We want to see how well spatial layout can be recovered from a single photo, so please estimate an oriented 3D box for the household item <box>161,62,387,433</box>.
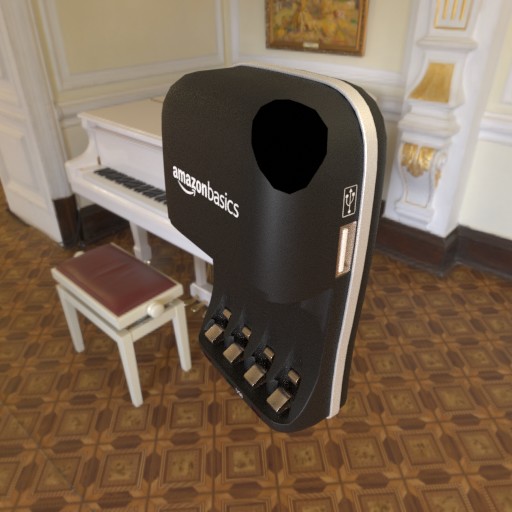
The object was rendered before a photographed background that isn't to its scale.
[{"bbox_3d":[0.000,0.000,0.147,0.038,0.114,0.070,-21,37,-30],"label":"household item"}]
